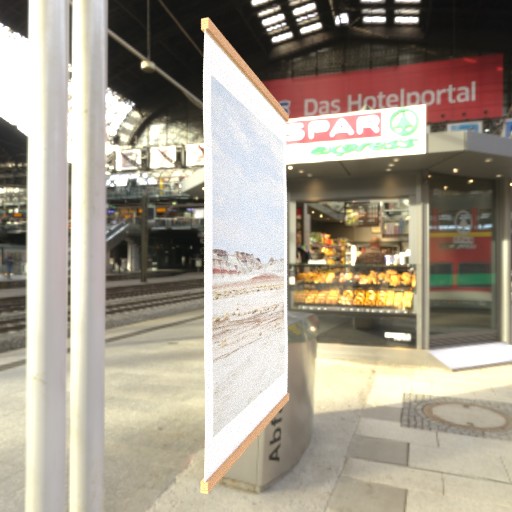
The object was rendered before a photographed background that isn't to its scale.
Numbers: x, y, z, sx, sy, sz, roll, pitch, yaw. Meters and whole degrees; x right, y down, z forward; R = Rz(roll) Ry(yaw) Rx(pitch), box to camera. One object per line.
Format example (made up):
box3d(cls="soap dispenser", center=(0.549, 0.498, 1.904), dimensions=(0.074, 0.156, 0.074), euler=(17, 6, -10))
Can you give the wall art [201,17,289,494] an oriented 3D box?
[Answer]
box3d(cls="wall art", center=(0.000, 0.000, 1.897), dimensions=(0.025, 1.521, 1.011), euler=(0, -1, 19))
